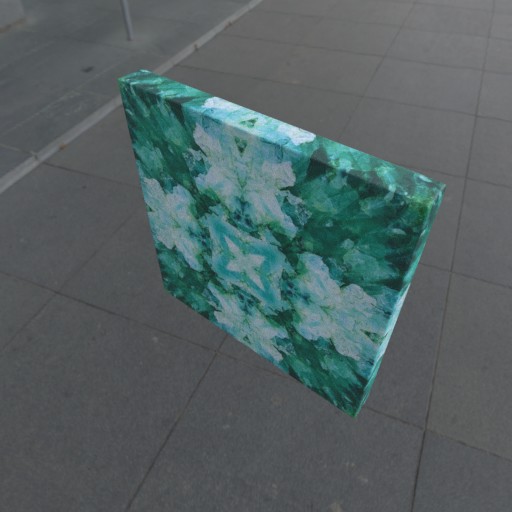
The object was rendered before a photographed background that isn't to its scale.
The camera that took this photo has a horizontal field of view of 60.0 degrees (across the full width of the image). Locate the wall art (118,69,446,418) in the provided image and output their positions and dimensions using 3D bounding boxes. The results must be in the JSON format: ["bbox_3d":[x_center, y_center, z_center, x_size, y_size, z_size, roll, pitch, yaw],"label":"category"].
[{"bbox_3d":[0.000,0.000,0.476,0.313,0.313,0.033,29,52,26],"label":"wall art"}]
